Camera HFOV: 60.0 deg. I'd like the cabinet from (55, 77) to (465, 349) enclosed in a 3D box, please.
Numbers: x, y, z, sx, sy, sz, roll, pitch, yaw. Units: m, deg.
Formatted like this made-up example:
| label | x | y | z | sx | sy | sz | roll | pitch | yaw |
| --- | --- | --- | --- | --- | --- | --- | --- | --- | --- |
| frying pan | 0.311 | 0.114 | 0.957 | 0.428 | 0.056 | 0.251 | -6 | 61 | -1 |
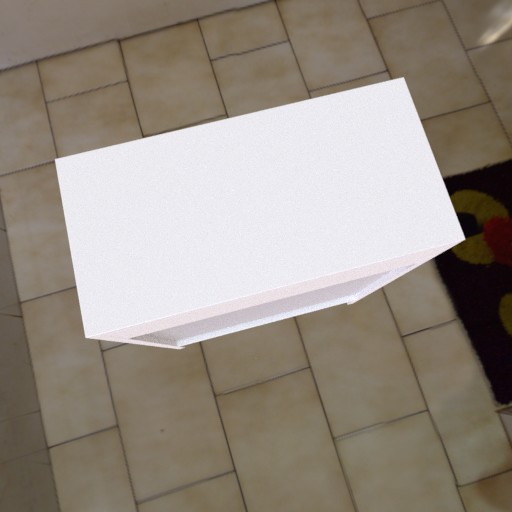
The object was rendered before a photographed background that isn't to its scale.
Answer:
| label | x | y | z | sx | sy | sz | roll | pitch | yaw |
| --- | --- | --- | --- | --- | --- | --- | --- | --- | --- |
| cabinet | 0.000 | 0.000 | 1.101 | 0.600 | 0.815 | 0.296 | -14 | 77 | -3 |
